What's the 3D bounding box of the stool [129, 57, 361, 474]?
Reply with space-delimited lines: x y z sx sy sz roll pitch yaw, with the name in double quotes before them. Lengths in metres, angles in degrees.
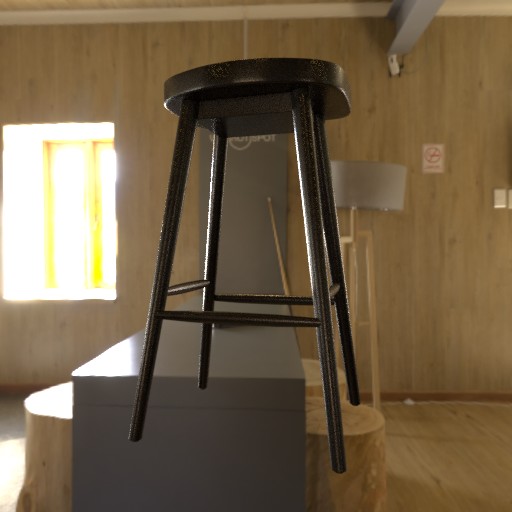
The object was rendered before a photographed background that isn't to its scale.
"stool" 0.000 0.000 0.994 0.440 0.749 0.361 1 2 17
